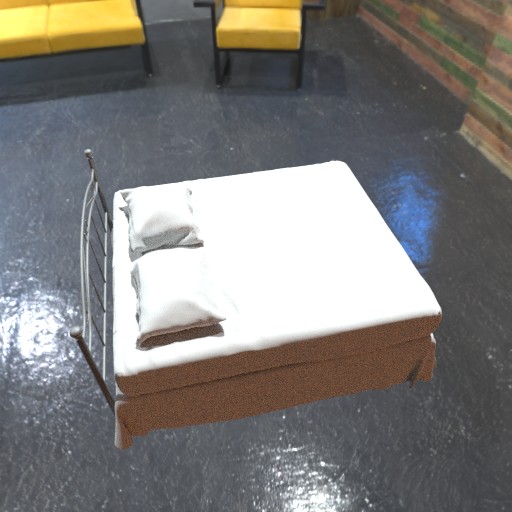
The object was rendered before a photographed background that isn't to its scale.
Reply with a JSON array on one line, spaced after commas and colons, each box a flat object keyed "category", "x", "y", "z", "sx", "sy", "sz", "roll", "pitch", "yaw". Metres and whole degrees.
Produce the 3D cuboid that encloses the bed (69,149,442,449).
[{"category": "bed", "x": 0.000, "y": 0.000, "z": 3.169, "sx": 2.215, "sy": 1.080, "sz": 1.936, "roll": -9, "pitch": 46, "yaw": -9}]
